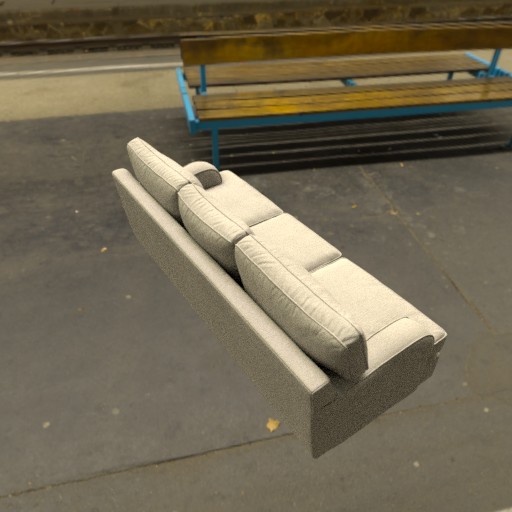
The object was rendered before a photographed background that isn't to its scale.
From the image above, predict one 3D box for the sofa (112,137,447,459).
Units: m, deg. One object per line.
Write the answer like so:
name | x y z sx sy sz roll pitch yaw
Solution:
sofa | 0.000 0.000 2.912 1.016 0.991 2.323 -23 44 -26
